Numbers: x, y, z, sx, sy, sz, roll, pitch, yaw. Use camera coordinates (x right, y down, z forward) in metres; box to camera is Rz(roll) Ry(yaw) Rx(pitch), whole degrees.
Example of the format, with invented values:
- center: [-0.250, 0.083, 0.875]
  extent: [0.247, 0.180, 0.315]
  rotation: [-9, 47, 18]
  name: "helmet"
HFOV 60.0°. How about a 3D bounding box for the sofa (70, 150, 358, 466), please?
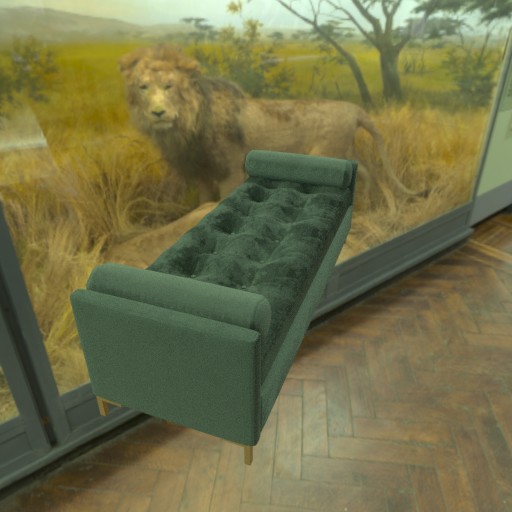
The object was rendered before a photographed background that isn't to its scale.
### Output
- center: [0.000, 0.000, 2.566]
  extent: [0.796, 0.705, 2.102]
  rotation: [11, 31, 18]
  name: "sofa"
